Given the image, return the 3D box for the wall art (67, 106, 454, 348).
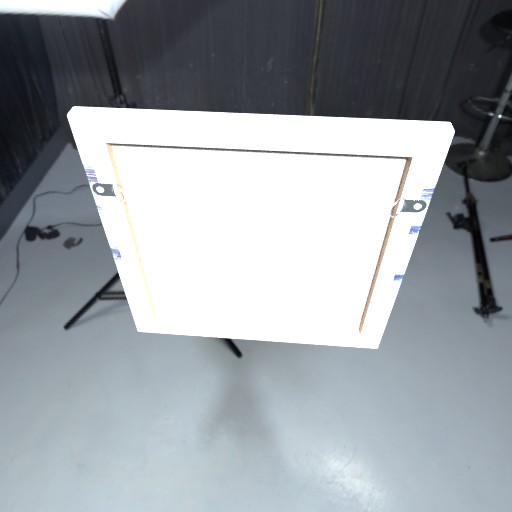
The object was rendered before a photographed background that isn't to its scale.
[{"bbox_3d":[0.000,0.000,1.127,0.755,0.747,0.065,3,46,3],"label":"wall art"}]
